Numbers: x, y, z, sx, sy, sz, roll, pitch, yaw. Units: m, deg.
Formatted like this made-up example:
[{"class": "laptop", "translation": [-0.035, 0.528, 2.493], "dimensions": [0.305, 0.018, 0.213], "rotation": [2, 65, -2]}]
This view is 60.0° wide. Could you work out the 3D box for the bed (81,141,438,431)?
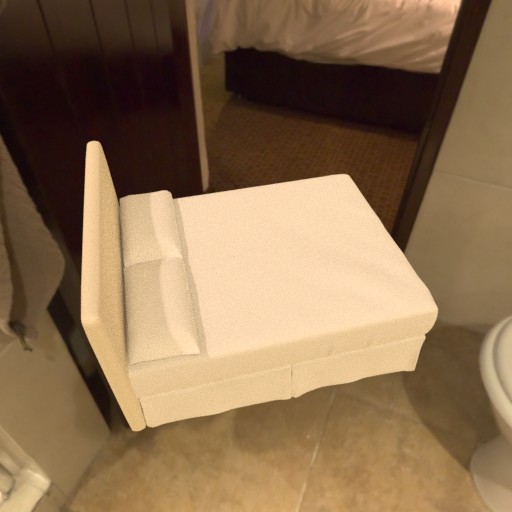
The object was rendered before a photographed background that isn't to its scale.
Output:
[{"class": "bed", "translation": [0.000, 0.000, 3.281], "dimensions": [2.147, 1.330, 1.714], "rotation": [-10, 46, -10]}]
